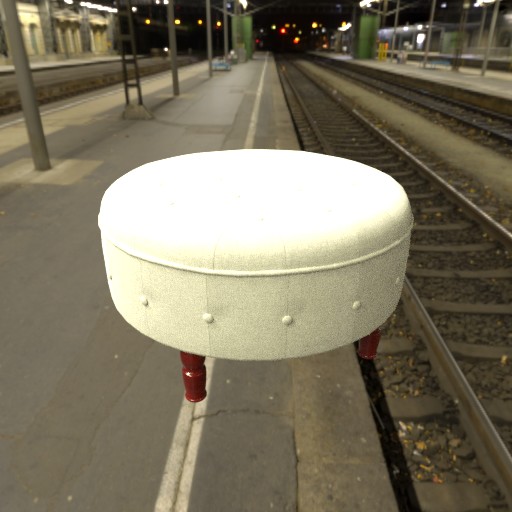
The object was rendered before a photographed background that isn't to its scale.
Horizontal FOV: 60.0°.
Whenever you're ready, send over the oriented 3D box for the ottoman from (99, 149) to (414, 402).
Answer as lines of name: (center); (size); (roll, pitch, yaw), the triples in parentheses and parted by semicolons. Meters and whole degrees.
ottoman: (0.000, 0.000, 1.324); (0.850, 0.483, 0.850); (0, 26, 0)
